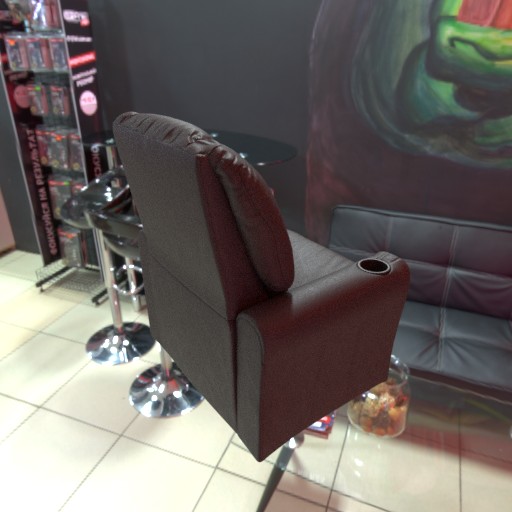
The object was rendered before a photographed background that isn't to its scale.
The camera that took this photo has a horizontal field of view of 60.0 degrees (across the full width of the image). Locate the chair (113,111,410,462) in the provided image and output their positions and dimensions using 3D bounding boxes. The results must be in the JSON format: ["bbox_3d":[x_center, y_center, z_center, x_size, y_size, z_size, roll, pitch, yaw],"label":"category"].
[{"bbox_3d":[0.000,0.000,1.119,0.521,0.709,0.610,-18,31,-32],"label":"chair"}]
